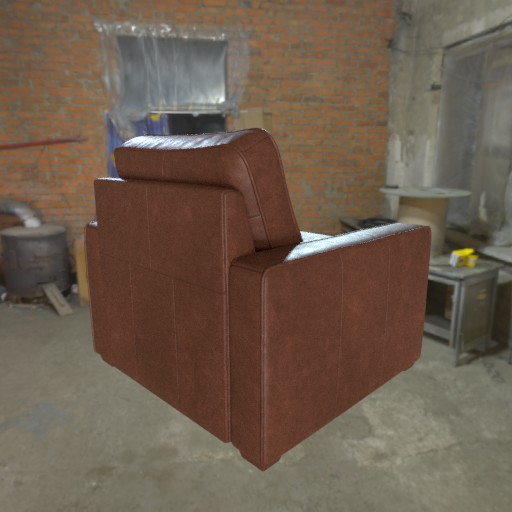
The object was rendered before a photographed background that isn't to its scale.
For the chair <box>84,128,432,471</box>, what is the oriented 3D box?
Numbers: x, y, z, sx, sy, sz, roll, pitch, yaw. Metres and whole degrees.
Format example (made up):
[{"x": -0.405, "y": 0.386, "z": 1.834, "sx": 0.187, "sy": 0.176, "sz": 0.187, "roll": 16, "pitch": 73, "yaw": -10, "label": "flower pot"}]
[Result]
[{"x": 0.000, "y": 0.000, "z": 1.727, "sx": 0.940, "sy": 0.919, "sz": 1.017, "roll": -13, "pitch": 18, "yaw": -43, "label": "chair"}]
